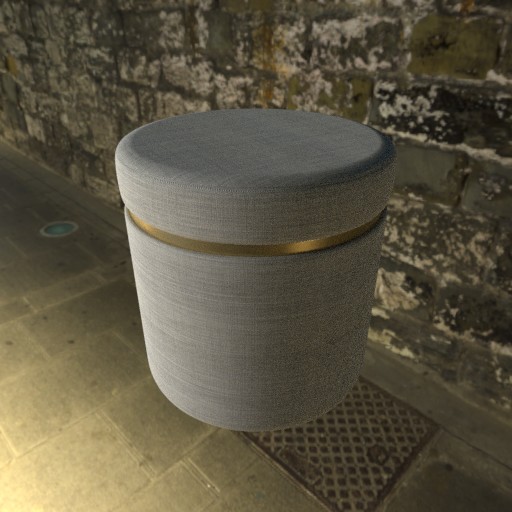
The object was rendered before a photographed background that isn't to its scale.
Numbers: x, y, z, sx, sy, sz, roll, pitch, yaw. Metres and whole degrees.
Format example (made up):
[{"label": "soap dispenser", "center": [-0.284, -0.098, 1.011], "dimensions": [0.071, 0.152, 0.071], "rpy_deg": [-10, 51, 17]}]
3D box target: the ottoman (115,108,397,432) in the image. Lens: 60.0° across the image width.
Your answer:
[{"label": "ottoman", "center": [0.000, 0.000, 0.741], "dimensions": [0.400, 0.406, 0.400], "rpy_deg": [0, 30, 0]}]
